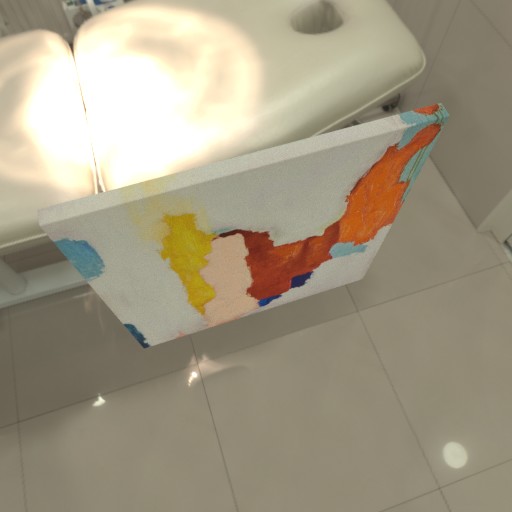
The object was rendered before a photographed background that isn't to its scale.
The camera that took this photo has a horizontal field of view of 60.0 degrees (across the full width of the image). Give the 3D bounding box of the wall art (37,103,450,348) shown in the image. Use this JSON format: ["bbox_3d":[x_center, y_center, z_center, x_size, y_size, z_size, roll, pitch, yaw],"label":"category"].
[{"bbox_3d":[0.000,0.000,1.205,0.814,0.814,0.037,-17,64,-8],"label":"wall art"}]
